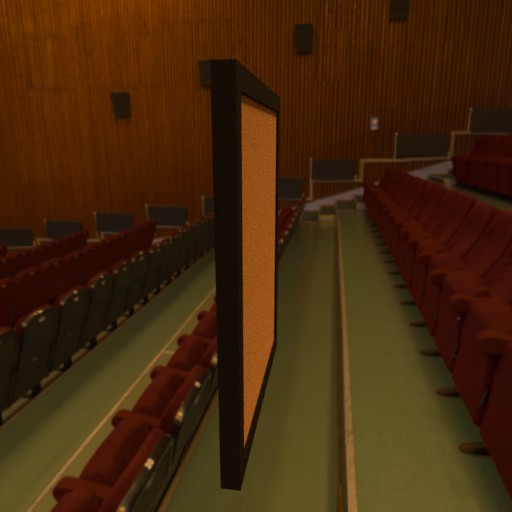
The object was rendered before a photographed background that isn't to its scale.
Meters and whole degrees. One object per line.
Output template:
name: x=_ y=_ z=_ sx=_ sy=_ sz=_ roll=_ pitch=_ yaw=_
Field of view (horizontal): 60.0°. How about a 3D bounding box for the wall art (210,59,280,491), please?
wall art: x=0.000 y=0.000 z=0.769 sx=0.029 sy=0.559 sz=0.457 roll=2 pitch=15 yaw=9
